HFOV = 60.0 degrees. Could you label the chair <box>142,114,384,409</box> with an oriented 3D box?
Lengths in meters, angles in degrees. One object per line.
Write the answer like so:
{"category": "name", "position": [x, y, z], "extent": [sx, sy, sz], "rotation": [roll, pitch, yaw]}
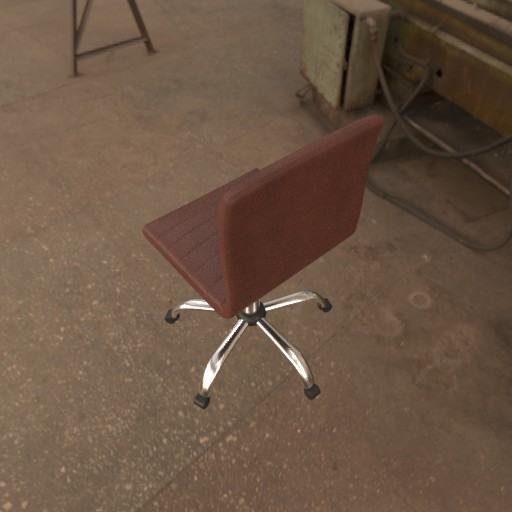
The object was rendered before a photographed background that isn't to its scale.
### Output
{"category": "chair", "position": [0.000, 0.000, 1.131], "extent": [0.556, 0.780, 0.530], "rotation": [-32, 55, -27]}
